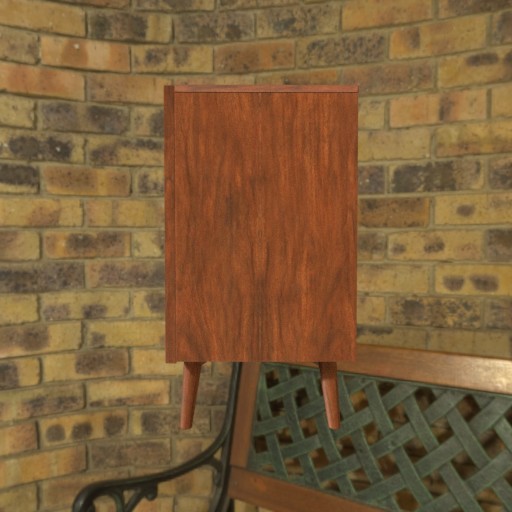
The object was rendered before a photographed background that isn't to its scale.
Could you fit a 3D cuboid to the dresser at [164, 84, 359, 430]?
[{"bbox_3d":[0.000,0.000,1.840,0.500,0.889,1.472,0,2,0],"label":"dresser"}]
